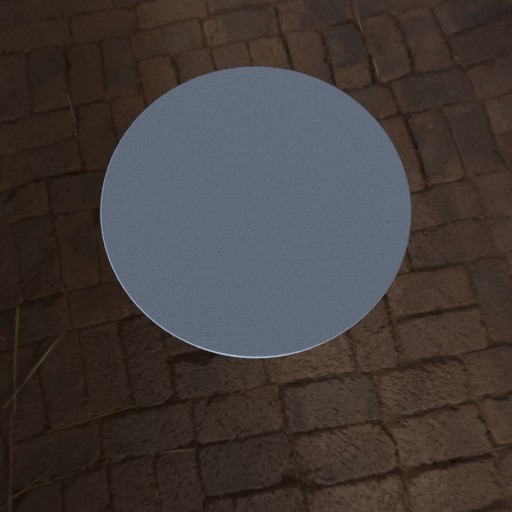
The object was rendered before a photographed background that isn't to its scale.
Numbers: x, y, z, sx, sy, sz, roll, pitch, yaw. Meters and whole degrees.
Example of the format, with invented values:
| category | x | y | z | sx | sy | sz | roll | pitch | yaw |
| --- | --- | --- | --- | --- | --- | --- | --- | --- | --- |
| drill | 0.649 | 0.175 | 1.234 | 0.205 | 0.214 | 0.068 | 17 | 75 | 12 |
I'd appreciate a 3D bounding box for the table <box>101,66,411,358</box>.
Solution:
| category | x | y | z | sx | sy | sz | roll | pitch | yaw |
| --- | --- | --- | --- | --- | --- | --- | --- | --- | --- |
| table | 0.000 | 0.000 | 0.742 | 0.350 | 0.500 | 0.350 | 0 | 75 | 0 |
